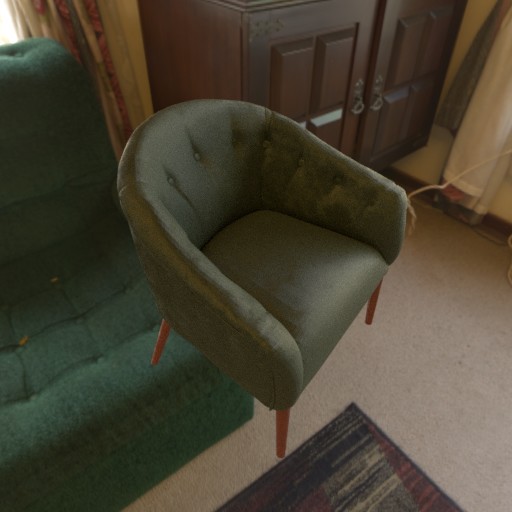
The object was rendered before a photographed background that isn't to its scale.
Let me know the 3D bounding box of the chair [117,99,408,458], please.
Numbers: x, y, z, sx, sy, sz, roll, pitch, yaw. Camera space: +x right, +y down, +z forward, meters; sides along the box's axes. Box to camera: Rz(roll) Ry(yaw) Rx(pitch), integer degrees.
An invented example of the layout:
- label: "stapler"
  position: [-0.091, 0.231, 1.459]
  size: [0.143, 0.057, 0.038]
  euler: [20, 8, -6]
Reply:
- label: "chair"
  position: [0.000, 0.000, 1.525]
  size: [0.776, 0.885, 0.851]
  euler: [24, 46, 26]
